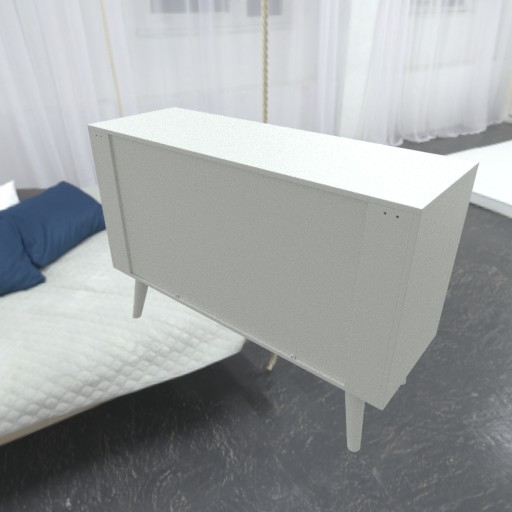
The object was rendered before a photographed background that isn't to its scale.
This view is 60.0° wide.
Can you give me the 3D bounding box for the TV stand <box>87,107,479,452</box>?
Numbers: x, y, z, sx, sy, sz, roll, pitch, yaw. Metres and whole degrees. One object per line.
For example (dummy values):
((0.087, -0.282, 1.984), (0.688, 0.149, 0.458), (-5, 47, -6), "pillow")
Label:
((0.000, 0.000, 1.561), (1.193, 0.812, 0.406), (21, 36, 33), "TV stand")
